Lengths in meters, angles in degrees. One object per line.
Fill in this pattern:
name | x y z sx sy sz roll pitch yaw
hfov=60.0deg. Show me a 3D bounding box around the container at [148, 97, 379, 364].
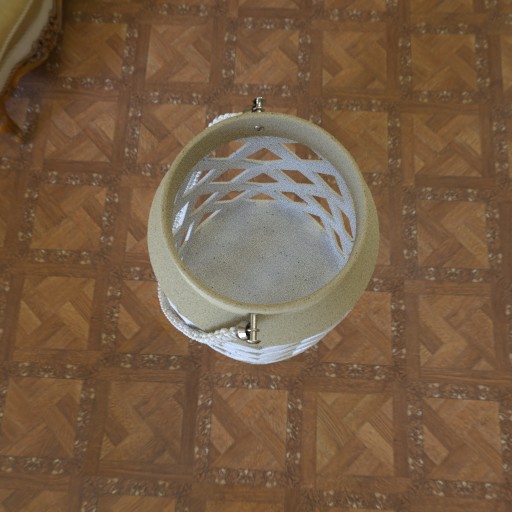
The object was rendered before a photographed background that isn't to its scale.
container | 0.000 0.000 0.339 0.172 0.229 0.163 1 77 0
